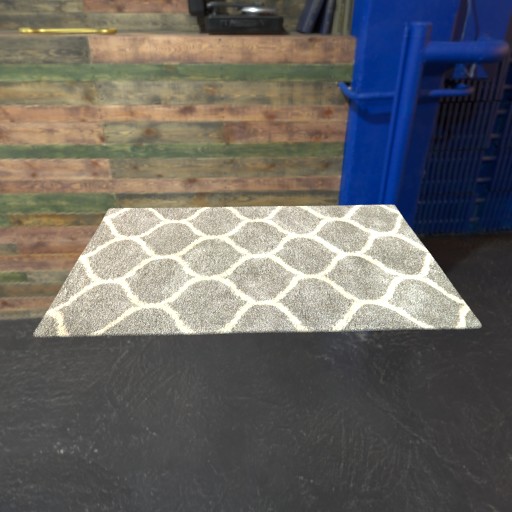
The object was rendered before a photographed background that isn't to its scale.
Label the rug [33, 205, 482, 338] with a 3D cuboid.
[{"bbox_3d":[0.000,0.000,3.420,2.701,0.026,1.801,-1,31,-2],"label":"rug"}]
